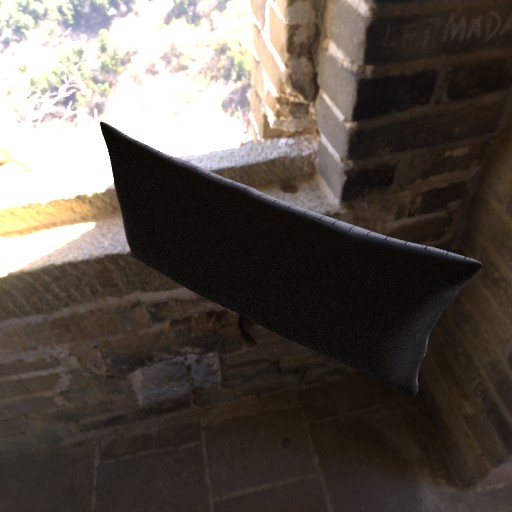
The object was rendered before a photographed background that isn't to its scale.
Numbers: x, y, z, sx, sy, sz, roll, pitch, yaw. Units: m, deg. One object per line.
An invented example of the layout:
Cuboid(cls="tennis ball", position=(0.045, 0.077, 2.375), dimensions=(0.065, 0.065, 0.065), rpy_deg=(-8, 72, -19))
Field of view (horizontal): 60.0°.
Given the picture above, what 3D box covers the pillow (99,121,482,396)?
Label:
Cuboid(cls="pillow", position=(0.000, 0.000, 0.719), dimensions=(0.609, 0.305, 0.151), rpy_deg=(23, 49, 22))
